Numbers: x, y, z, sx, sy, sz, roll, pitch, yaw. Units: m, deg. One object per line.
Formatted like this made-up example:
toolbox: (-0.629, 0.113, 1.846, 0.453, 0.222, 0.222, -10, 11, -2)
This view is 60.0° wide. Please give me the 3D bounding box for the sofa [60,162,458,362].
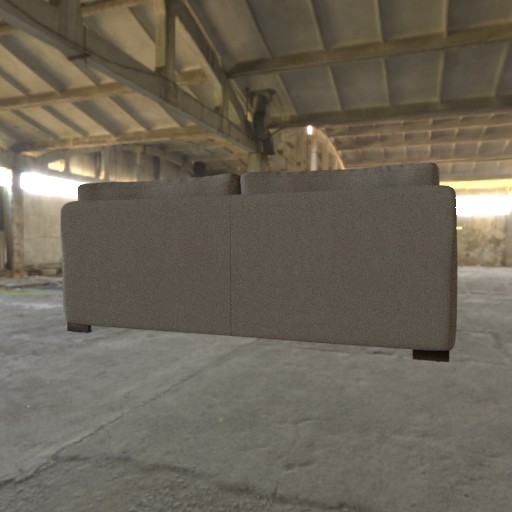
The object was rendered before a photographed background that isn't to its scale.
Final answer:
sofa: (0.000, 0.000, 2.895, 2.354, 0.980, 0.962, 0, 1, 20)
